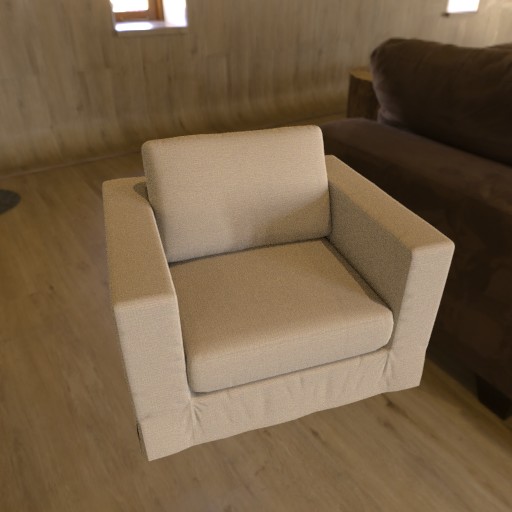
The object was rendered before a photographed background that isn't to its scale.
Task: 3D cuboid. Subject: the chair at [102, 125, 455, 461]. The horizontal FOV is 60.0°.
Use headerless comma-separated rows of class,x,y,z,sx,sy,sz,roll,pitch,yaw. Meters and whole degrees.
chair,0.000,0.000,1.807,1.150,0.878,0.957,-10,33,-15
